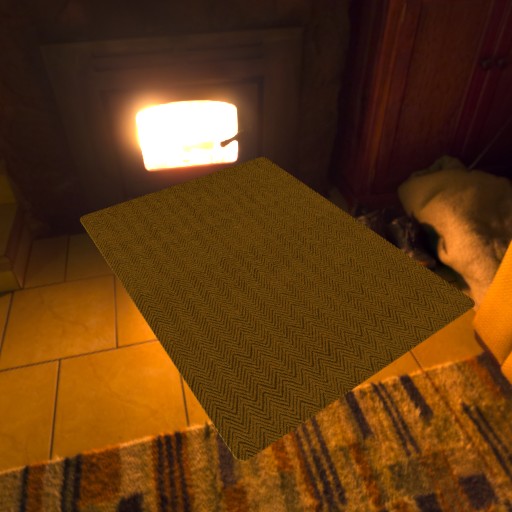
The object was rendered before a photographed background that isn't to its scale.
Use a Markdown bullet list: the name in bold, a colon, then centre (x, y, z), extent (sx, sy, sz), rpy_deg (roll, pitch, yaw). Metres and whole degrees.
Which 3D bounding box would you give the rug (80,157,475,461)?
- **rug**: centre (0.000, 0.000, 4.291), extent (2.439, 0.014, 3.207), rpy_deg (-24, 46, -25)
